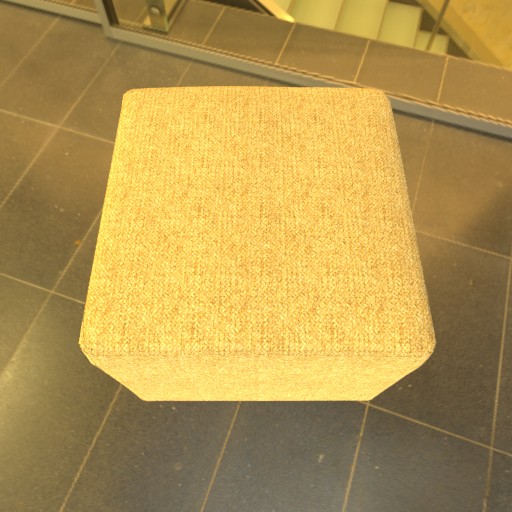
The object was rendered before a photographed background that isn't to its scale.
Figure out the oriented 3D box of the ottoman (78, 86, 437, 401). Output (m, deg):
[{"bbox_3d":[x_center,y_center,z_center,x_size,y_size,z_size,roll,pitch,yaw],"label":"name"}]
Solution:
[{"bbox_3d":[0.000,0.000,0.885,0.505,0.441,0.512,0,63,0],"label":"ottoman"}]
